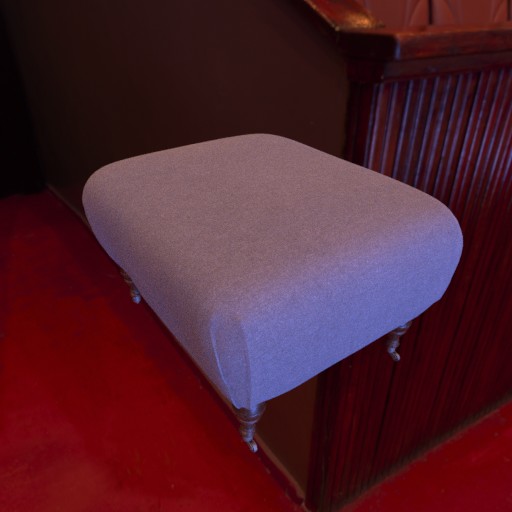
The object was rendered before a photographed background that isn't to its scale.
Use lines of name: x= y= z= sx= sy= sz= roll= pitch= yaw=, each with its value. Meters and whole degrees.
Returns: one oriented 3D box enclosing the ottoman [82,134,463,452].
ottoman: x=0.000 y=0.000 z=1.098 sx=0.622 sy=0.450 sz=0.747 roll=-20 pitch=37 yaw=-30
